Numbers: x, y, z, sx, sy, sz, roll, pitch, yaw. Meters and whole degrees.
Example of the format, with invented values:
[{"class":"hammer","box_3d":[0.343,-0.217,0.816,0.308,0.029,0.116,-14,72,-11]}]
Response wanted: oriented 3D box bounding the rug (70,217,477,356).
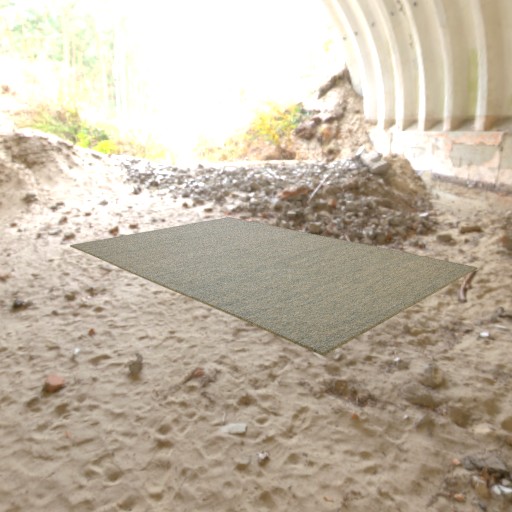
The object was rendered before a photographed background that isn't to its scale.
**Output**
[{"class":"rug","box_3d":[0.000,0.000,2.955,1.547,0.013,2.283,-15,22,-43]}]
